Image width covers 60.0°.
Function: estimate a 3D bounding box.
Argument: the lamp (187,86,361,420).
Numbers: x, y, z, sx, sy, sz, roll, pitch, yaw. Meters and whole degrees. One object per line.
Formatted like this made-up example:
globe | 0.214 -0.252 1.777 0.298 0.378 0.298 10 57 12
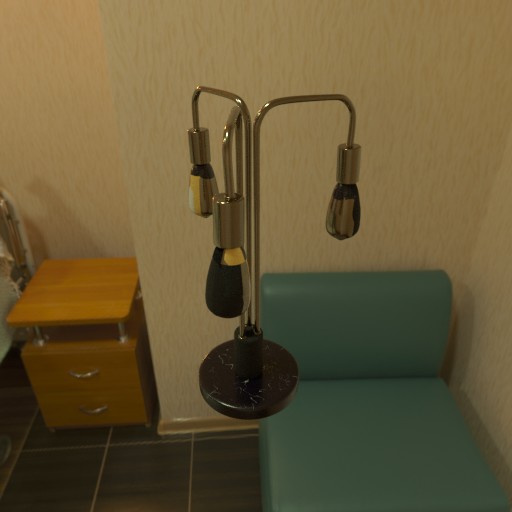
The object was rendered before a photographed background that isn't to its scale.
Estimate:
lamp | 0.000 0.000 0.809 0.355 0.560 0.368 -18 34 -29
